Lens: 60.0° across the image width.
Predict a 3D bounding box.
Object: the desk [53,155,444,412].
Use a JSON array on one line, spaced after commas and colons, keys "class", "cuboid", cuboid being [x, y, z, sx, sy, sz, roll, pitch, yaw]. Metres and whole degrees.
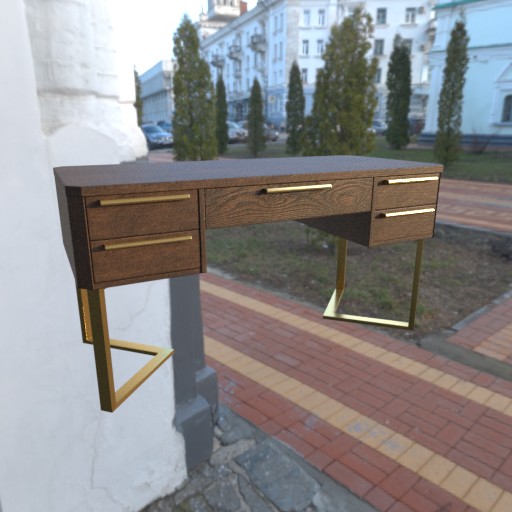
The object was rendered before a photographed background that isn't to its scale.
[{"class": "desk", "cuboid": [0.000, 0.000, 1.908, 1.479, 0.762, 0.684, -8, 19, -25]}]
